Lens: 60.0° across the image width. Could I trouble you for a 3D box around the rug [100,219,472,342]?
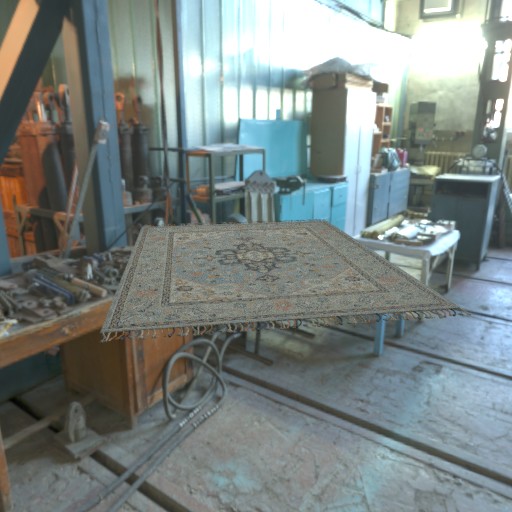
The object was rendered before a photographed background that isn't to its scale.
[{"bbox_3d":[0.000,0.000,4.250,2.379,0.011,3.221,-3,16,-9],"label":"rug"}]
